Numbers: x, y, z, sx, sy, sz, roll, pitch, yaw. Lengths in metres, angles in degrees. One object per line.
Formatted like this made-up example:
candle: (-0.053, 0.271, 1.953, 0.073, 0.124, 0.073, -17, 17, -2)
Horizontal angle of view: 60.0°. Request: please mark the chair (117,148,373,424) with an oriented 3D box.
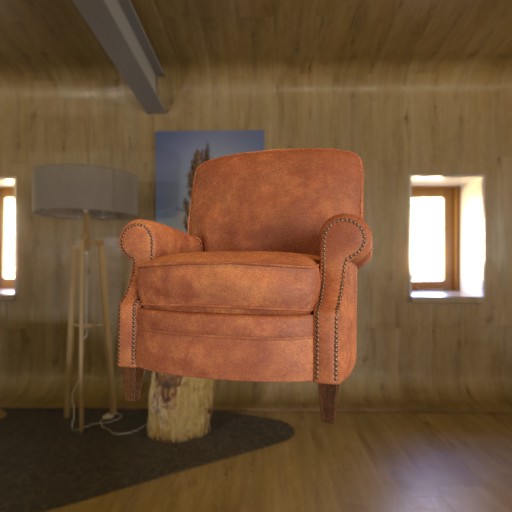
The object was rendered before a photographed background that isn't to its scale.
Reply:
chair: (0.000, 0.000, 1.811, 0.936, 1.018, 0.986, 0, 0, 17)
